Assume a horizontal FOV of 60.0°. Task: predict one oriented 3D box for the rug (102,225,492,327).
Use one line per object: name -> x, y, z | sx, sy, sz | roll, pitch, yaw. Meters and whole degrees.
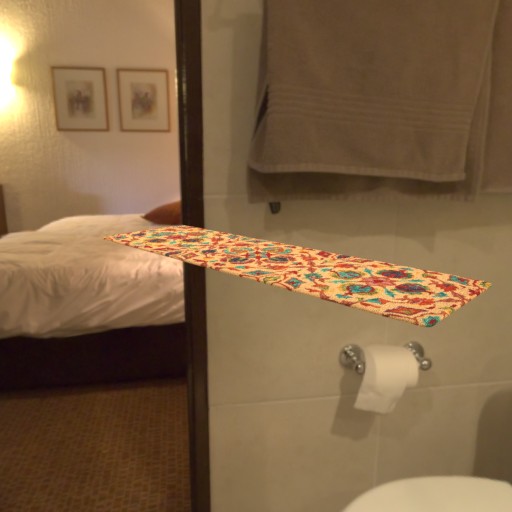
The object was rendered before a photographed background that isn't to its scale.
rug -> 0.000, 0.000, 2.495 | 2.273, 0.016, 0.693 | 13, 18, 42
